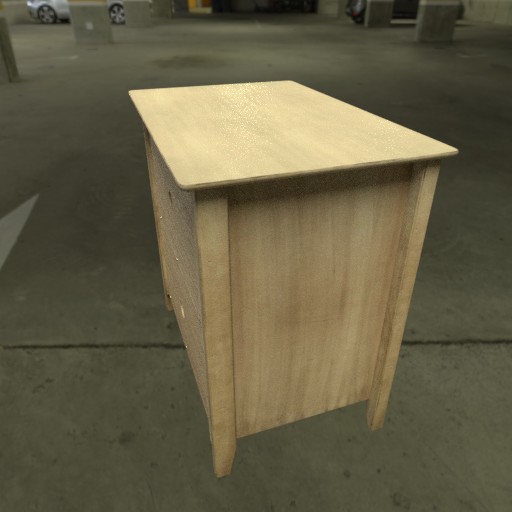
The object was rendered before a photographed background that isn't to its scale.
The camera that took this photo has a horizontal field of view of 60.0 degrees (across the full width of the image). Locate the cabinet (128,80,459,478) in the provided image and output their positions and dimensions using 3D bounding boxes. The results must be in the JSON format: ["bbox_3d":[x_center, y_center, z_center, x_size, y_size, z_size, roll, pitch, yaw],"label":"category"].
[{"bbox_3d":[0.000,0.000,1.213,0.503,0.762,0.763,-10,32,-17],"label":"cabinet"}]
